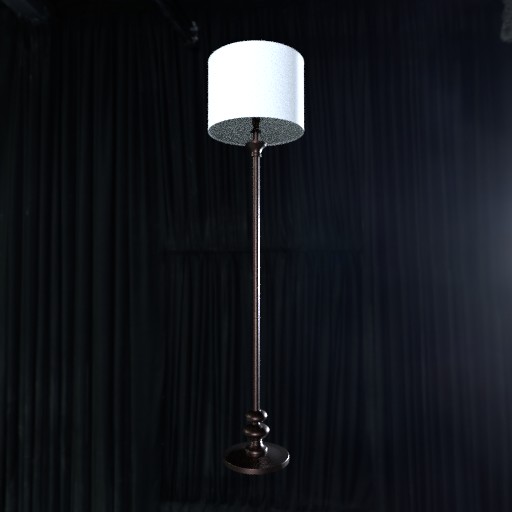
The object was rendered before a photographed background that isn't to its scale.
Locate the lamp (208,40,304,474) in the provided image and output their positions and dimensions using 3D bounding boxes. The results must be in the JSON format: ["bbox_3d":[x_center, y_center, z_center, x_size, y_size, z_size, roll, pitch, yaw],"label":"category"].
[{"bbox_3d":[0.000,0.000,1.643,0.356,1.487,0.356,0,-2,1],"label":"lamp"}]
